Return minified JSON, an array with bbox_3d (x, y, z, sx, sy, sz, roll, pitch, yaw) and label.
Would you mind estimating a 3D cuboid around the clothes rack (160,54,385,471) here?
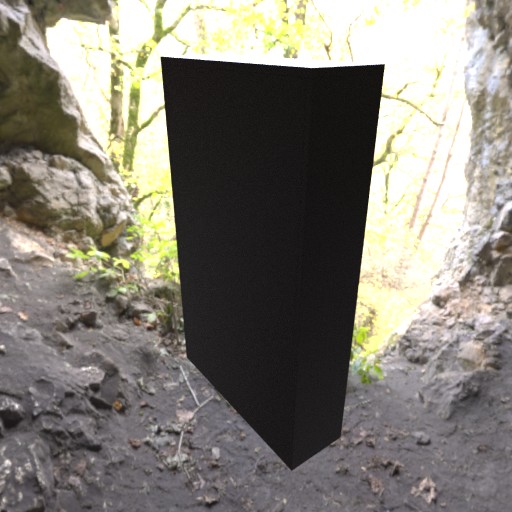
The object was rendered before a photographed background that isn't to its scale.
[{"bbox_3d":[0.000,0.000,1.577,0.250,1.280,0.750,-18,32,-32],"label":"clothes rack"}]
